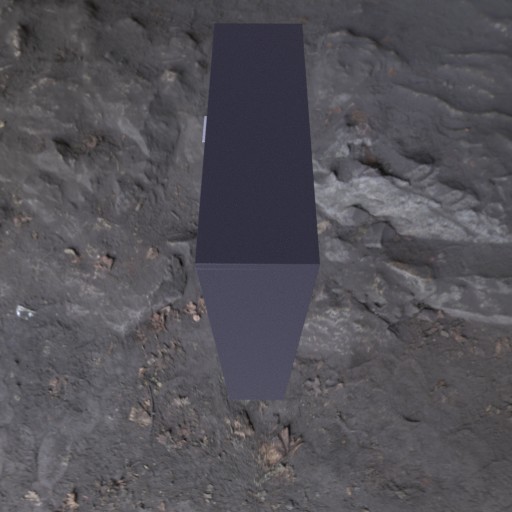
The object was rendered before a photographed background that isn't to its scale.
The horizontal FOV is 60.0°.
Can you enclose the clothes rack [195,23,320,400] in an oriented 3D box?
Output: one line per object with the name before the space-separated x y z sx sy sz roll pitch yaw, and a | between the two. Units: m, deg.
clothes rack | 0.000 0.000 1.594 0.250 1.280 0.750 0 61 0
